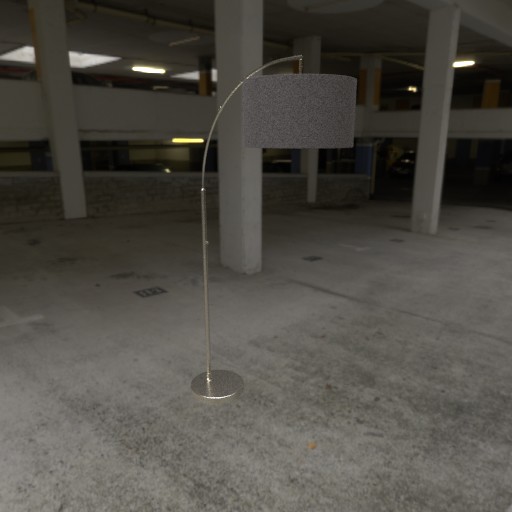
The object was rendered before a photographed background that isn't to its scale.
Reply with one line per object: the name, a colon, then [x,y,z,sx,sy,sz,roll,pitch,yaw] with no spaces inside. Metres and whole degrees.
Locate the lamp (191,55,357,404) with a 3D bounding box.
lamp: [0.000,0.000,2.143,0.934,1.735,0.452,15,21,42]
